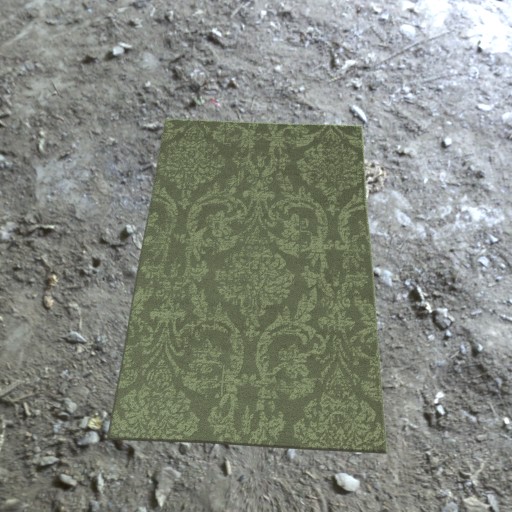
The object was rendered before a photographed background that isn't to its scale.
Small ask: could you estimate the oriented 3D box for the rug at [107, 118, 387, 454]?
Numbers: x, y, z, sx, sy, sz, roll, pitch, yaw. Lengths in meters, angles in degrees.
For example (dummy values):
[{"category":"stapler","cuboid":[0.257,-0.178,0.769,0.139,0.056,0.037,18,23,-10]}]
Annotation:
[{"category":"rug","cuboid":[0.000,0.000,2.303,1.206,0.012,1.824,2,64,1]}]
